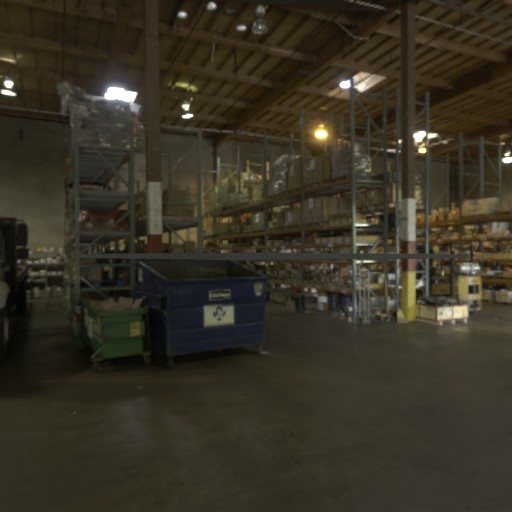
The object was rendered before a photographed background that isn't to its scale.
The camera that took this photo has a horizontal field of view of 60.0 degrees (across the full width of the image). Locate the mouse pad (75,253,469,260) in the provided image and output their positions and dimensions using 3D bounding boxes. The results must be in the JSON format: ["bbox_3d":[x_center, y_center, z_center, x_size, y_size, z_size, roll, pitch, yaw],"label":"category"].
[{"bbox_3d":[0.000,0.000,0.326,0.203,0.003,0.229,0,0,-38],"label":"mouse pad"}]
